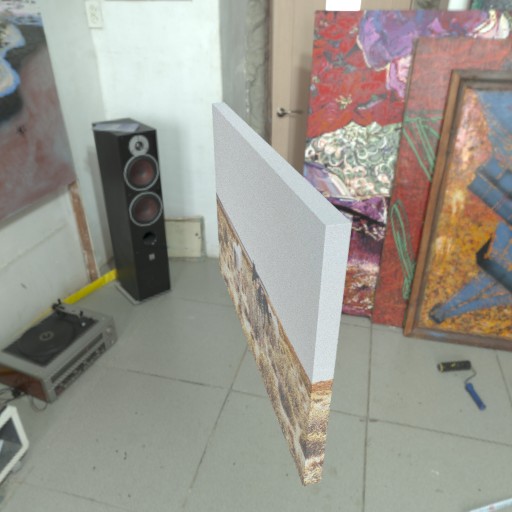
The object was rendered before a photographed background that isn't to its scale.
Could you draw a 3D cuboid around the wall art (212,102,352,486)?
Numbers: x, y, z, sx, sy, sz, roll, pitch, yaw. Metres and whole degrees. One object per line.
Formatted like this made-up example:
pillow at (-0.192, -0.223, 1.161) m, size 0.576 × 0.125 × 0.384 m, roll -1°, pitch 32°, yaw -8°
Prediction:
wall art at (0.000, 0.000, 1.459) m, size 0.051 × 0.761 × 1.138 m, roll -8°, pitch 31°, yaw -13°
